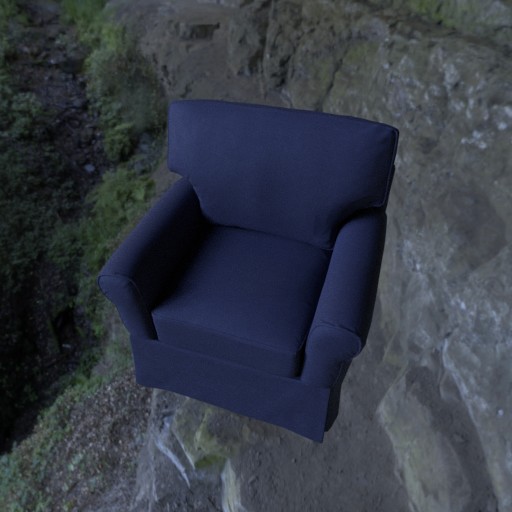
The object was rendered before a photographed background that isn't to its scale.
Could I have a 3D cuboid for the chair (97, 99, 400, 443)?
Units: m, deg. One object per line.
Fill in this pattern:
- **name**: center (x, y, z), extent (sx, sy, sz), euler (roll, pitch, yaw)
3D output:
- **chair**: center (0.000, 0.000, 2.028), extent (1.119, 1.140, 1.002), euler (12, 42, 13)
